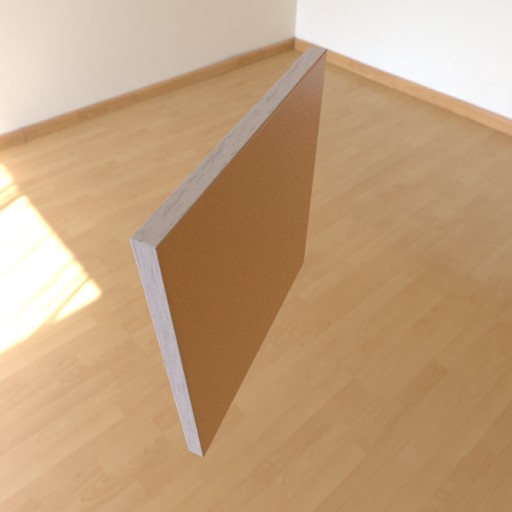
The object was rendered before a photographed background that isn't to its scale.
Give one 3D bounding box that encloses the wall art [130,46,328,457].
[{"bbox_3d":[0.000,0.000,1.897,0.078,1.288,1.287,18,48,17],"label":"wall art"}]
